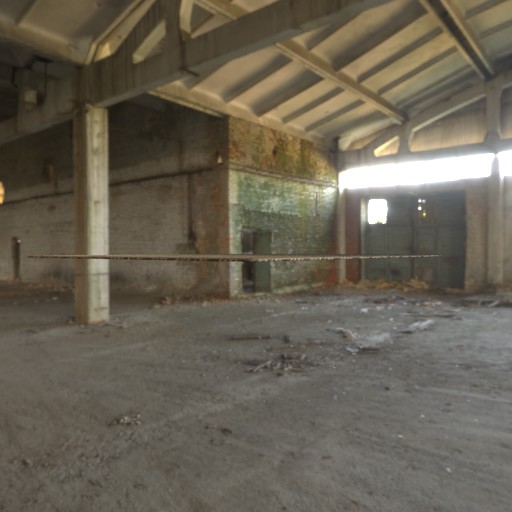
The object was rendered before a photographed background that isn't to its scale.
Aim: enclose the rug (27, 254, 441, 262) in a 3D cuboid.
[{"bbox_3d":[0.000,0.000,3.889,2.306,0.017,2.902,0,1,38],"label":"rug"}]
